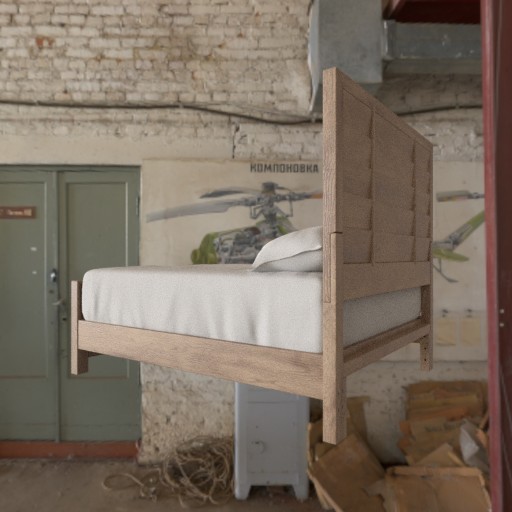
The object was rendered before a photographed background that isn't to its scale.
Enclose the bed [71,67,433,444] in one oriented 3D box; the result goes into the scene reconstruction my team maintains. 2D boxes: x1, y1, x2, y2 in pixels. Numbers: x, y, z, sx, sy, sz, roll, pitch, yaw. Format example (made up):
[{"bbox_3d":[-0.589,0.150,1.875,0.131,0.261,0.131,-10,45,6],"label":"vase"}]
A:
[{"bbox_3d":[0.000,0.000,3.150,2.017,1.631,1.615,0,0,36],"label":"bed"}]
